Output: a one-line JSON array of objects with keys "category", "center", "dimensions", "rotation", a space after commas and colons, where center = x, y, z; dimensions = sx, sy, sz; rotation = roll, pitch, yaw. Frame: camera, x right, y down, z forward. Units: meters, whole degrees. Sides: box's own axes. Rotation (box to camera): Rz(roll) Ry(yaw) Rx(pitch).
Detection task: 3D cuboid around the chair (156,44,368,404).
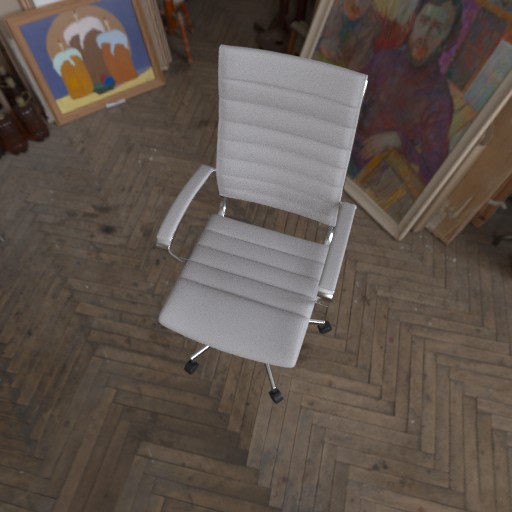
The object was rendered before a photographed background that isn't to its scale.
[{"category": "chair", "center": [0.000, 0.000, 1.569], "dimensions": [0.679, 1.149, 0.667], "rotation": [16, 59, 10]}]
